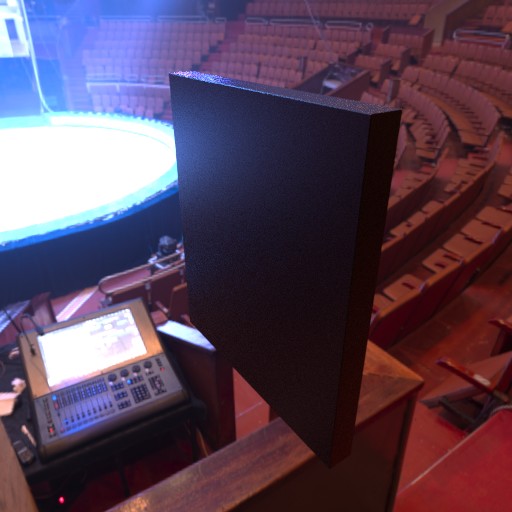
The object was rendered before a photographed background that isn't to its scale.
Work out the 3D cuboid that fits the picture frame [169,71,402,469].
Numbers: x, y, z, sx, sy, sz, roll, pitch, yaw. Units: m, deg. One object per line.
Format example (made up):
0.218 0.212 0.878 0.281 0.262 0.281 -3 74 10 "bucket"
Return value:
0.000 0.000 0.525 0.034 0.378 0.328 -18 33 -30 "picture frame"
